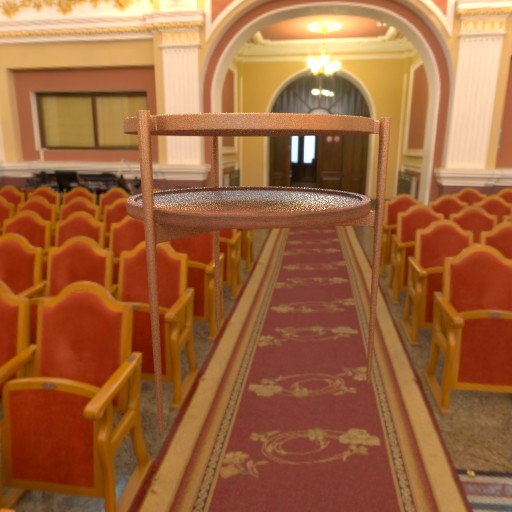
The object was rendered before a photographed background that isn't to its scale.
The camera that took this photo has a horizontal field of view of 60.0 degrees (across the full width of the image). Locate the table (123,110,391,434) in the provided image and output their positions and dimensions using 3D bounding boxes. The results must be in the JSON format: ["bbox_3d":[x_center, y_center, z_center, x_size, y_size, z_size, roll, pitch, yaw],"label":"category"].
[{"bbox_3d":[0.000,0.000,0.830,0.456,0.493,0.430,2,14,8],"label":"table"}]
